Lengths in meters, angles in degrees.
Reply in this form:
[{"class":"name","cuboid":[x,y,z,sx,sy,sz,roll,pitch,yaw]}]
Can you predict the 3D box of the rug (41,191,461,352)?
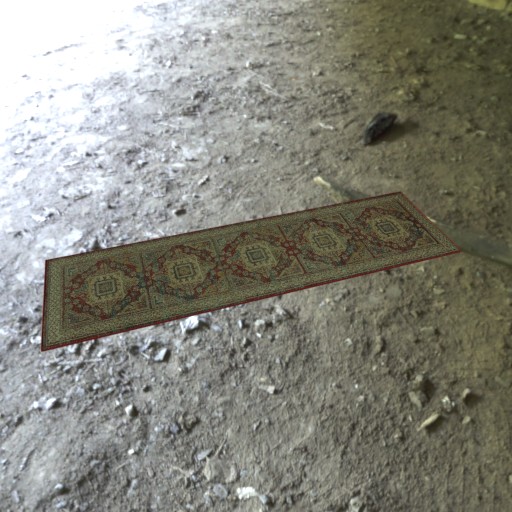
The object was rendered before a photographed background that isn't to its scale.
[{"class":"rug","cuboid":[0.000,0.000,2.536,2.292,0.015,0.659,-12,43,-13]}]
